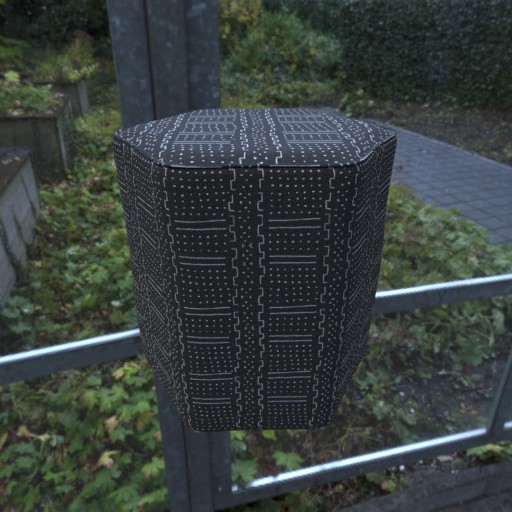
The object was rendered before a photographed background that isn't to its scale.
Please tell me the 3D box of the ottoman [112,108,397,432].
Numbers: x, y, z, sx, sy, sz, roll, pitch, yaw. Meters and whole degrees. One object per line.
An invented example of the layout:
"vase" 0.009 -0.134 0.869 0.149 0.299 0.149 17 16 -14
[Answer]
"ottoman" 0.000 0.000 0.869 0.494 0.502 0.443 -1 27 -2
